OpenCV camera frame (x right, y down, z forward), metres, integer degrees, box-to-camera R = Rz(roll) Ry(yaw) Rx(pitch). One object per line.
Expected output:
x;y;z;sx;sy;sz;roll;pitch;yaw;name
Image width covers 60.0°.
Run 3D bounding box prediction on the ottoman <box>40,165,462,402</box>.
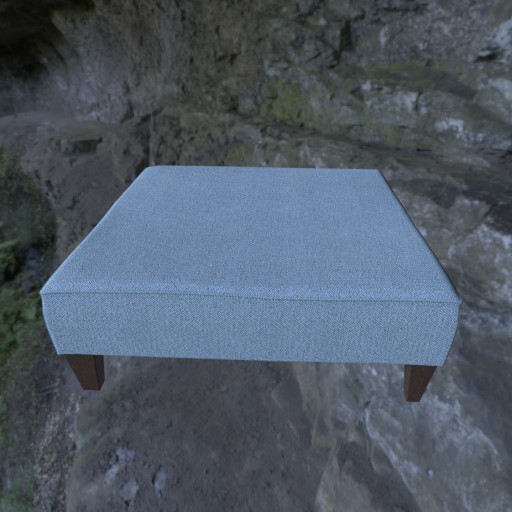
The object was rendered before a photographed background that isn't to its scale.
0.000;0.000;1.520;1.004;0.379;0.968;1;29;2;ottoman
